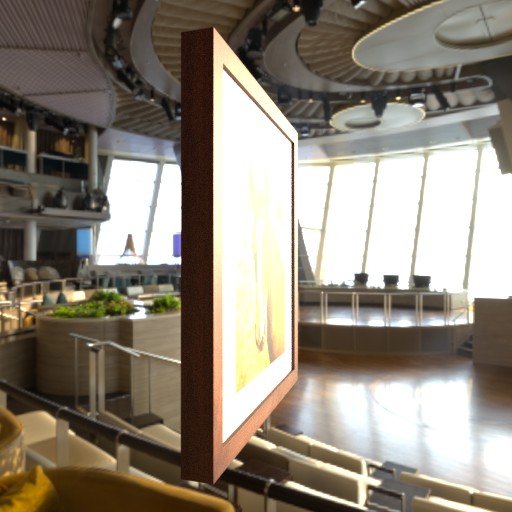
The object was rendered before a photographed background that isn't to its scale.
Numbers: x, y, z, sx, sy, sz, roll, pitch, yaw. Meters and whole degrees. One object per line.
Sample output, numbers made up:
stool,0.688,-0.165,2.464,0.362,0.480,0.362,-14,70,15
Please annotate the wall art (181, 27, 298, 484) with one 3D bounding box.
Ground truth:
wall art,0.000,0.000,0.531,0.030,0.381,0.330,0,0,18
